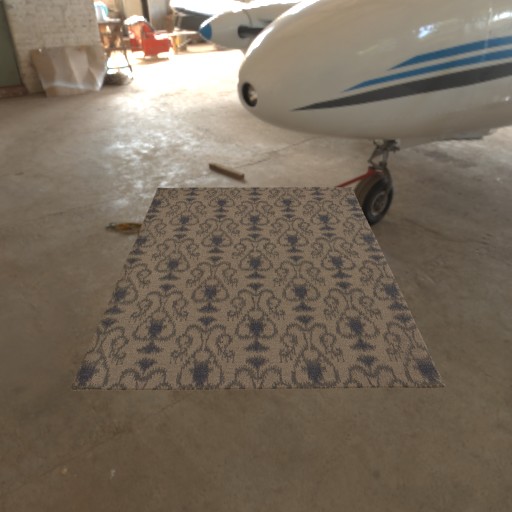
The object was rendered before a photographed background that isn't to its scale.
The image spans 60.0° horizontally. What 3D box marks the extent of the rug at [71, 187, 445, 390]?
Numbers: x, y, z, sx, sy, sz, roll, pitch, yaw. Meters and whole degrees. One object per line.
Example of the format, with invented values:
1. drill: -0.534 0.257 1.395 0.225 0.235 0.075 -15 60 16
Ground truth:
1. rug: 0.000 0.000 4.212 2.437 0.015 3.205 0 33 0
